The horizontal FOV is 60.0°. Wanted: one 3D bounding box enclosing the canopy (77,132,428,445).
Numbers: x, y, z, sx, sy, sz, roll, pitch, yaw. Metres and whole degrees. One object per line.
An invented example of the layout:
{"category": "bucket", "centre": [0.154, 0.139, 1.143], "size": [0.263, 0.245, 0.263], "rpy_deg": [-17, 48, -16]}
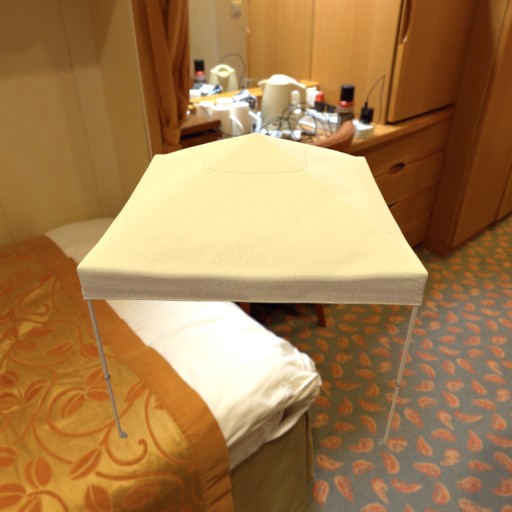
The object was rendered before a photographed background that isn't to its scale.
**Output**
{"category": "canopy", "centre": [0.000, 0.000, 5.383], "size": [2.996, 2.997, 2.998], "rpy_deg": [1, 31, 1]}
